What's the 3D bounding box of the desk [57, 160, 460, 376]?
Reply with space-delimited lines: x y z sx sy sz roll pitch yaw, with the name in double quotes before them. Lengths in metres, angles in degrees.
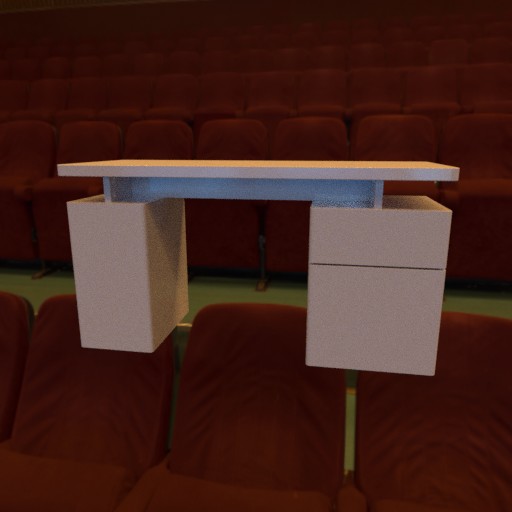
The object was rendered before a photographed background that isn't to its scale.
"desk" 0.000 0.000 1.856 1.400 0.762 0.550 2 14 9
